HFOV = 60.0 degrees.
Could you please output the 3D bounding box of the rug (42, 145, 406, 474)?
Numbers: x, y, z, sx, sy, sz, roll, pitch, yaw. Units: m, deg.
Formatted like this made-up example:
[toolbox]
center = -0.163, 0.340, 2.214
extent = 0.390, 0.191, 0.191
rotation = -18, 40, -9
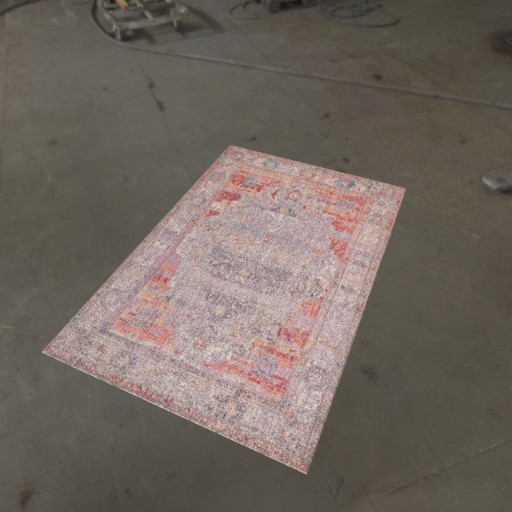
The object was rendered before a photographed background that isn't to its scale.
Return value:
[rug]
center = 0.000, 0.000, 2.332
extent = 1.219, 0.005, 1.829
rotation = 18, 48, 17
